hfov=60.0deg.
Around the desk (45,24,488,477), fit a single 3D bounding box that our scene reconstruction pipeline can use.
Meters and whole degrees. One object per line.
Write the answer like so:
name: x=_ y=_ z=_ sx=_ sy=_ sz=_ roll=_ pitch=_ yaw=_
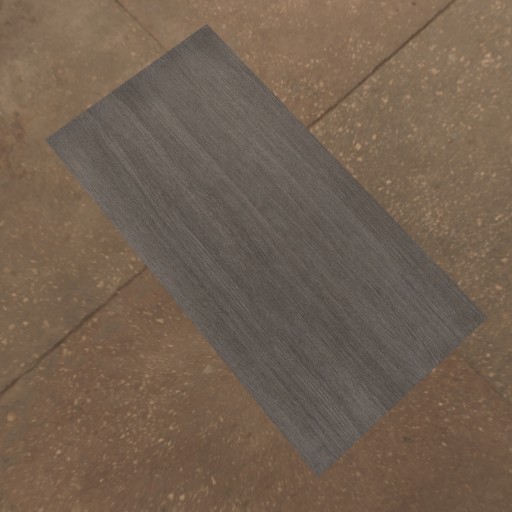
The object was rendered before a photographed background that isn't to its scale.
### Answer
desk: x=0.000 y=0.000 z=1.496 sx=0.560 sy=0.735 sz=1.097 roll=-40 pitch=80 yaw=-8
